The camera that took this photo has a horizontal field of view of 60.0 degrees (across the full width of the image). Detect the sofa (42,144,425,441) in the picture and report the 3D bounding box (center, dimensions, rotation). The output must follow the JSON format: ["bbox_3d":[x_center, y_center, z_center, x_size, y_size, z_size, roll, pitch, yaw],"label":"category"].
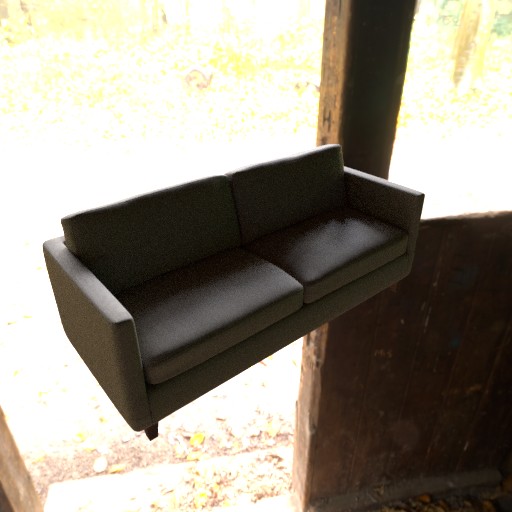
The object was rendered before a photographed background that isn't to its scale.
[{"bbox_3d":[0.000,0.000,2.757,2.208,0.963,0.956,-22,37,-34],"label":"sofa"}]
